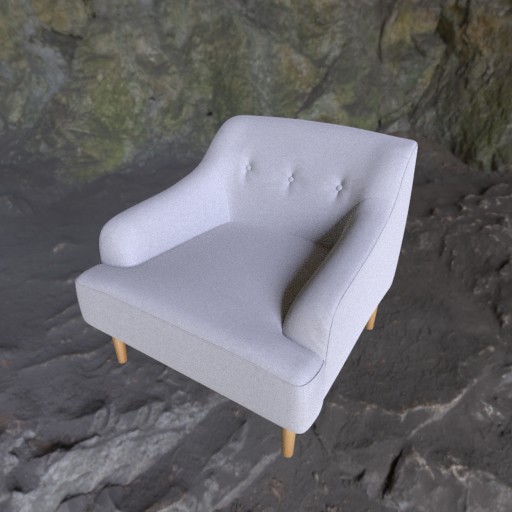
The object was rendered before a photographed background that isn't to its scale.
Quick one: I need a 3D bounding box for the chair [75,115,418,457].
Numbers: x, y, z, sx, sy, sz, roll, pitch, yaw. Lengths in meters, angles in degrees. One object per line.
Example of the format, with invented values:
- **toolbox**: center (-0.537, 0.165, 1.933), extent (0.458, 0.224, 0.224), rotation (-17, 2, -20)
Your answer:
- **chair**: center (0.000, 0.000, 1.645), extent (0.946, 0.818, 0.951), rotation (18, 34, 29)
